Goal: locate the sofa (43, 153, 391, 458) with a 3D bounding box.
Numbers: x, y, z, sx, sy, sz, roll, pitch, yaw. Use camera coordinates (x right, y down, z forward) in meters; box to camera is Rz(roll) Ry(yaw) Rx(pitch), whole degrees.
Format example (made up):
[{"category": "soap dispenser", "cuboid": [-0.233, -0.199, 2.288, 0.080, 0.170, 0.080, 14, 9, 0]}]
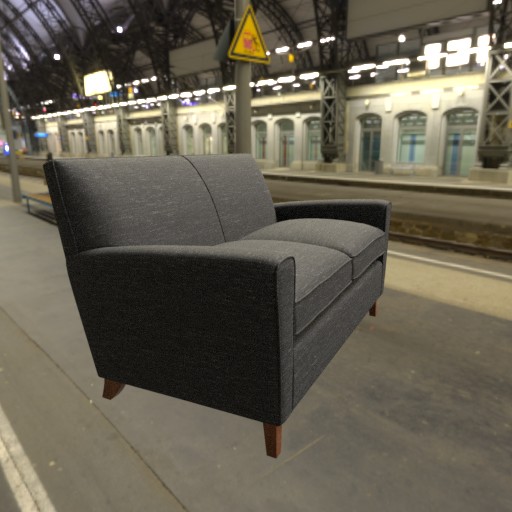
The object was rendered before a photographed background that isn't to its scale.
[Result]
[{"category": "sofa", "cuboid": [0.000, 0.000, 1.923, 0.875, 0.846, 1.420, 7, 16, 27]}]
